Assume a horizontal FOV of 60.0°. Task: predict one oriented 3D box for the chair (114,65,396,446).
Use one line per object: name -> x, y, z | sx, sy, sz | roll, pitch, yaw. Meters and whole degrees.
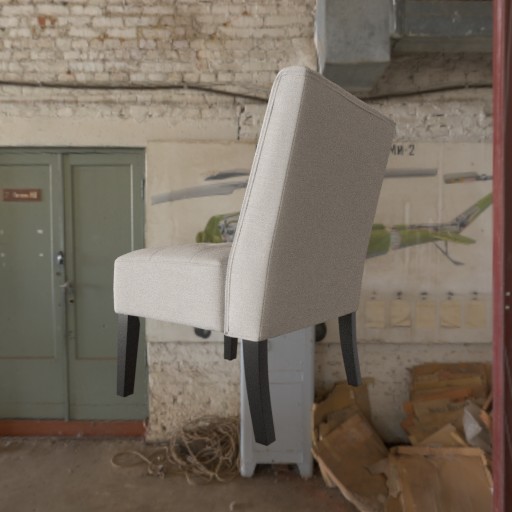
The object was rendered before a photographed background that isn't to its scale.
chair -> 0.000, 0.000, 1.351 | 0.676, 0.853, 0.569 | 2, 3, 36
